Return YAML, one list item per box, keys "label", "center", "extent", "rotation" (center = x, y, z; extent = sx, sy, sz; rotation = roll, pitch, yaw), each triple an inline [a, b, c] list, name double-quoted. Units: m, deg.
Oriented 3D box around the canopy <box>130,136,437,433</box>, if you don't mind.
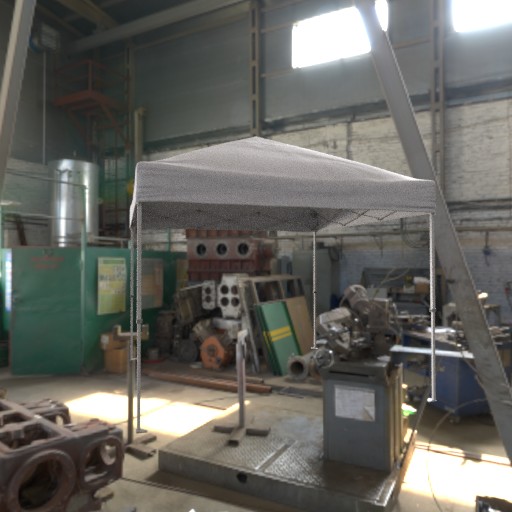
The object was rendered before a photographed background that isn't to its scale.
- label: "canopy"
  center: [0.000, 0.000, 5.537]
  extent: [2.998, 2.997, 2.996]
  rotation: [0, -1, -17]
